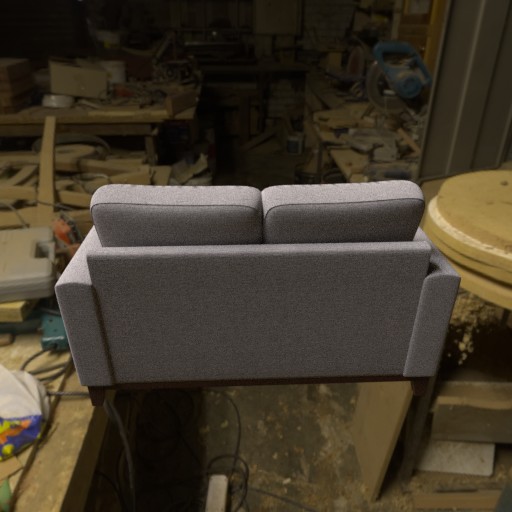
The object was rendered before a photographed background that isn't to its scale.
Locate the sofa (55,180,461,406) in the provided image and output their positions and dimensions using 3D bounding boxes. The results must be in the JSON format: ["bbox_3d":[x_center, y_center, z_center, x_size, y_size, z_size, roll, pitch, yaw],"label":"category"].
[{"bbox_3d":[0.000,0.000,2.002,1.420,0.873,0.917,-1,29,-2],"label":"sofa"}]
